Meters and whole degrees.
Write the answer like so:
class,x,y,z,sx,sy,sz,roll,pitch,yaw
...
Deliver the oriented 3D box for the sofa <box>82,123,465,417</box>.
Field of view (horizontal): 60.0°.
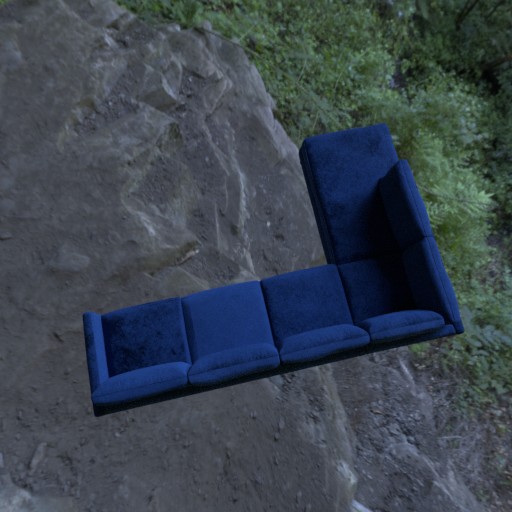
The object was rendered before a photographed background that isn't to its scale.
class,x,y,z,sx,sy,sz,roll,pitch,yaw
sofa,0.000,0.000,3.790,2.949,0.815,2.007,-12,75,-3
